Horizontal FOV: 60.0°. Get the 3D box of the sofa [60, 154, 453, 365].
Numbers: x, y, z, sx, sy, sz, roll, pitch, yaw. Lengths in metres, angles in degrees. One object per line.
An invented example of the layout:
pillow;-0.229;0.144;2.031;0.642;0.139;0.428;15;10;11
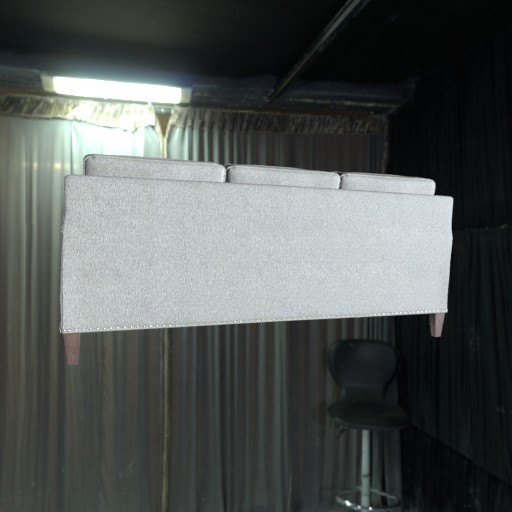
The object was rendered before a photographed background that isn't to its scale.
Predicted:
sofa;0.000;0.000;2.798;2.246;1.003;1.084;0;0;-20
